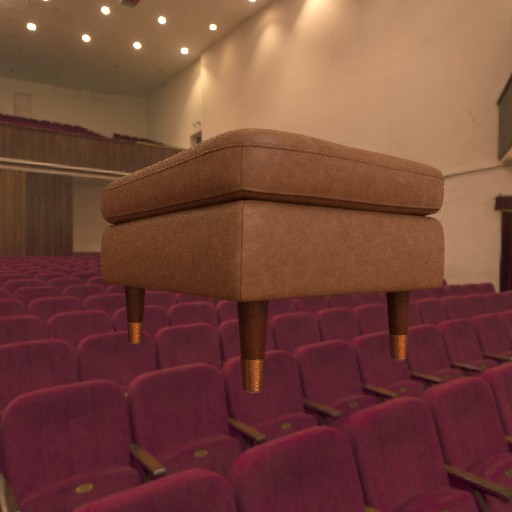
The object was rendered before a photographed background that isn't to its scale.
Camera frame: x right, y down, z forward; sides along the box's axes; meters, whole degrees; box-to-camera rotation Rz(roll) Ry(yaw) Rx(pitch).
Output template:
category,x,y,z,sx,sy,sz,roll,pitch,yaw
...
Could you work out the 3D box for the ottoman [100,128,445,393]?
category,x,y,z,sx,sy,sz,roll,pitch,yaw
ottoman,0.000,0.000,1.110,0.593,0.478,0.747,0,-1,-36
